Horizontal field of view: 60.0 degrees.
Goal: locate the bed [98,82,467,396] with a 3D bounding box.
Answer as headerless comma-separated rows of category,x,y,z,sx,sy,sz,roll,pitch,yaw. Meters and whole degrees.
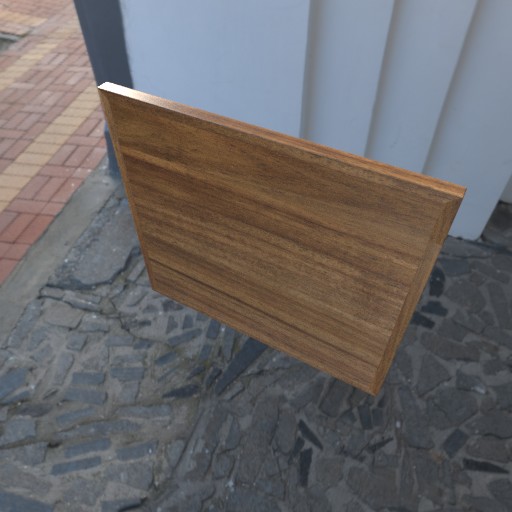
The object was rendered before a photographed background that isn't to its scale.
bed,0.000,0.000,1.478,1.041,0.940,0.043,22,51,20
